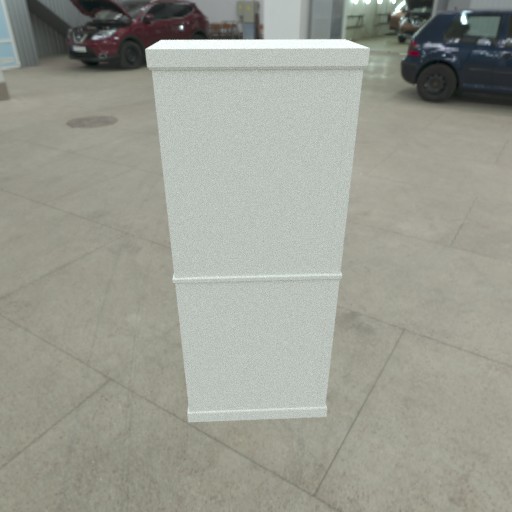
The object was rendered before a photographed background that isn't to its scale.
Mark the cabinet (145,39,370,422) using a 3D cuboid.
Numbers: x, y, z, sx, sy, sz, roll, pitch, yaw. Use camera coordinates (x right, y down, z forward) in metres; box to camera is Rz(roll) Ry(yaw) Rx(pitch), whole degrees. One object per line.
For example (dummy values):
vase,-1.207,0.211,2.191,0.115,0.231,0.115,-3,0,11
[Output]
cabinet,0.000,0.000,2.109,0.754,1.829,0.390,-1,30,-2
